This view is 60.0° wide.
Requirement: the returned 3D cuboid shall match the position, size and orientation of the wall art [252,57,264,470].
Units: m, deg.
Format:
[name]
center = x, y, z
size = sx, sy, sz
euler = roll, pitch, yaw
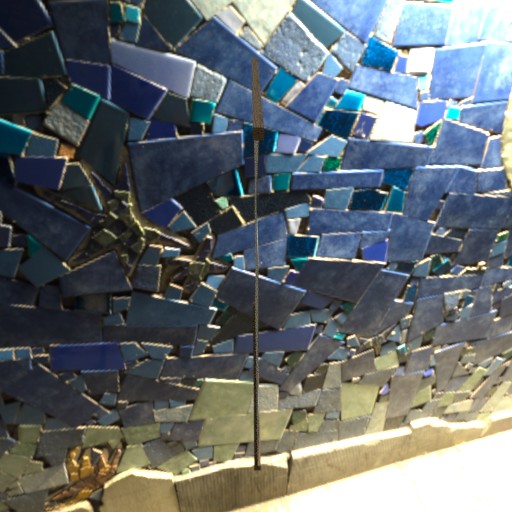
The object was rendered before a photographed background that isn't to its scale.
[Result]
[wall art]
center = 0.000, 0.000, 0.813
size = 0.011, 0.605, 0.458
euler = 0, 32, -1
